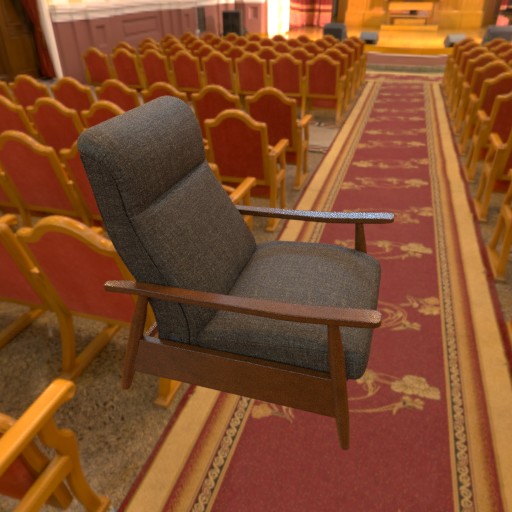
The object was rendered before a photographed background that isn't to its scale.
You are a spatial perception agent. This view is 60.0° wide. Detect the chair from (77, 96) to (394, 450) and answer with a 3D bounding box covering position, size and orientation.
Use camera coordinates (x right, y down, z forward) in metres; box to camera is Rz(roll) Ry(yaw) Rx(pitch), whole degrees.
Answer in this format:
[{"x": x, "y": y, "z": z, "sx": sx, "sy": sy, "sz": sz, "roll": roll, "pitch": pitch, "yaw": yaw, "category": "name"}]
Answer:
[{"x": 0.000, "y": 0.000, "z": 1.778, "sx": 1.014, "sy": 1.082, "sz": 0.762, "roll": 10, "pitch": 33, "yaw": 15, "category": "chair"}]
